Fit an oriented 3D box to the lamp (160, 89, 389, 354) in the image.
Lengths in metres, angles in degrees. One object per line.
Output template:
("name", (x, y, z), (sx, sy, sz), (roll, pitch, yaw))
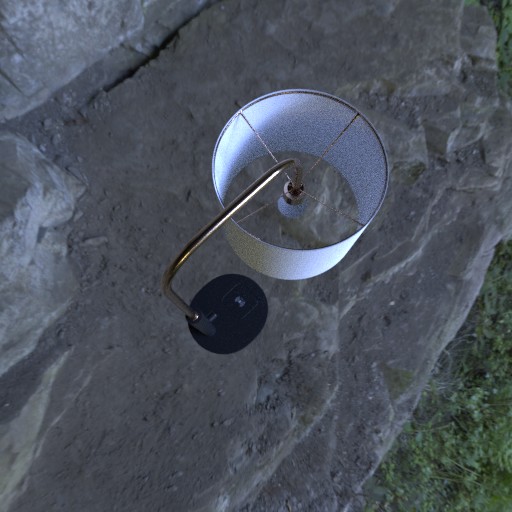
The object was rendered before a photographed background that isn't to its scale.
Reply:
("lamp", (0.000, 0.000, 0.696), (0.337, 0.540, 0.199), (-43, 79, -10))
